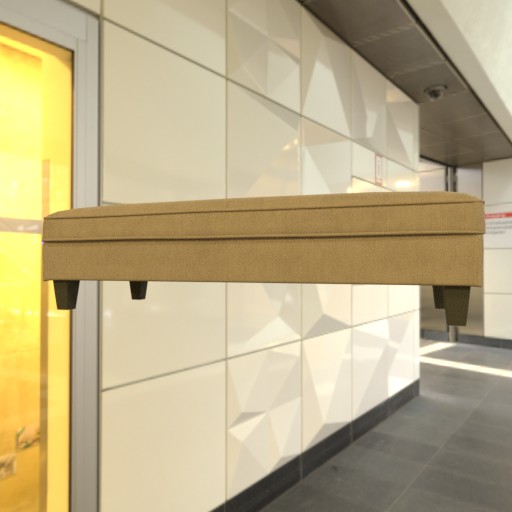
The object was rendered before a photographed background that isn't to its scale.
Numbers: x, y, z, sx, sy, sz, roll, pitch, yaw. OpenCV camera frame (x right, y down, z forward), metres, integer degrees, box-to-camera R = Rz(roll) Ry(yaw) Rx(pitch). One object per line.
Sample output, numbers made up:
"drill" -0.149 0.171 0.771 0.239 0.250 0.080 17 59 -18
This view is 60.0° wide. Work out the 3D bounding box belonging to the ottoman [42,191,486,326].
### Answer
"ottoman" 0.000 0.000 1.988 1.764 0.470 0.751 0 -1 18
